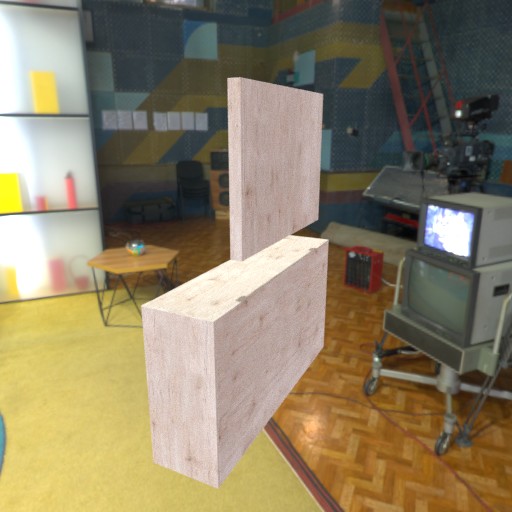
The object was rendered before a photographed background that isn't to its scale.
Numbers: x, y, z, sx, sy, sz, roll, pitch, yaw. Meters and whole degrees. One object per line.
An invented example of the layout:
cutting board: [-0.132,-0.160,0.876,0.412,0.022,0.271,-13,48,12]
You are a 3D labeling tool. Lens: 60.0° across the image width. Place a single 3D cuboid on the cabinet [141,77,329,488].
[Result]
cabinet: [0.000,0.000,2.799,0.420,1.981,1.700,8,18,25]
